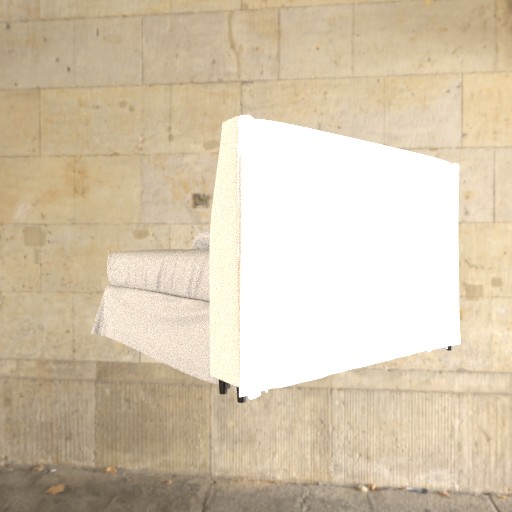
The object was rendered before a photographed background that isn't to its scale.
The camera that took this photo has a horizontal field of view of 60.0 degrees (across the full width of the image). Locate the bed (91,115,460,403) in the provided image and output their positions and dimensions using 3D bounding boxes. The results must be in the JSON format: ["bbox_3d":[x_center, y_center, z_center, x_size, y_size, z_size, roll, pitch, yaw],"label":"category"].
[{"bbox_3d":[0.000,0.000,3.447,1.925,1.332,2.276,0,1,-37],"label":"bed"}]
